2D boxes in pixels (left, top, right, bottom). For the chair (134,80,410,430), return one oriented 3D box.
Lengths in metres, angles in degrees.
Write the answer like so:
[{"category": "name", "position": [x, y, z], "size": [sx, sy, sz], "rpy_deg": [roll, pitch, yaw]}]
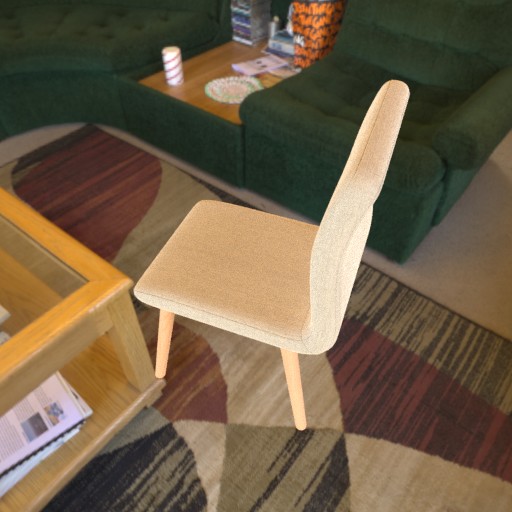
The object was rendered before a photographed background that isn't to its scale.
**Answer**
[{"category": "chair", "position": [0.000, 0.000, 1.173], "size": [0.550, 0.885, 0.435], "rpy_deg": [15, 48, 14]}]
